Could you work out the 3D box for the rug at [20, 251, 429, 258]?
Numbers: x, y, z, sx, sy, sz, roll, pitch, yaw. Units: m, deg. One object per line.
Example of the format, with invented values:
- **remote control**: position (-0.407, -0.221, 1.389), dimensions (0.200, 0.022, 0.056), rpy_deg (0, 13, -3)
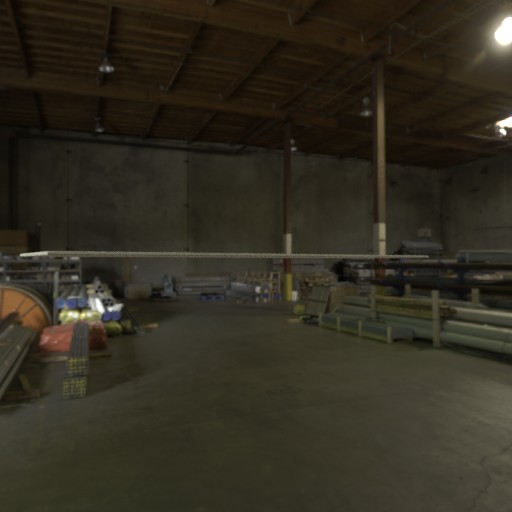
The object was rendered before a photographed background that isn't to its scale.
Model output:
- **rug**: position (0.000, 0.000, 2.488), dimensions (2.276, 0.014, 0.678), rpy_deg (0, -1, -35)
